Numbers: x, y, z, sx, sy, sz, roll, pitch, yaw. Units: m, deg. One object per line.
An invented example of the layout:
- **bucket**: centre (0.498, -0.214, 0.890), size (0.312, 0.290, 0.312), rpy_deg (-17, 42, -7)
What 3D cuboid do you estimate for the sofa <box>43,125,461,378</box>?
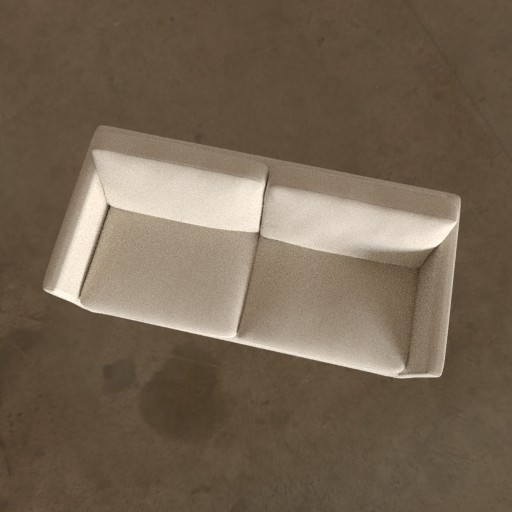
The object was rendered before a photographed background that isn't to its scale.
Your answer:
- **sofa**: centre (0.000, 0.000, 2.460), size (1.981, 0.889, 0.965), rpy_deg (12, 75, 3)
